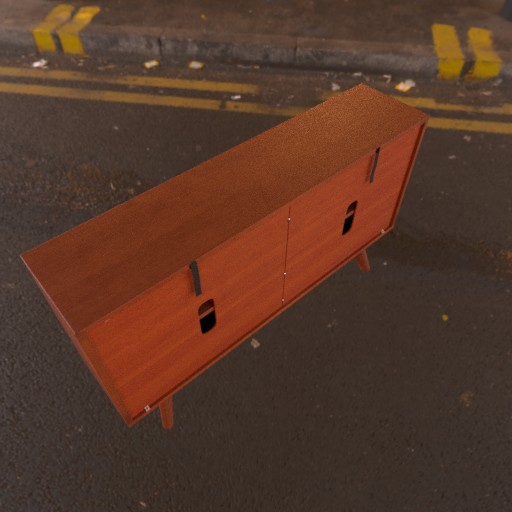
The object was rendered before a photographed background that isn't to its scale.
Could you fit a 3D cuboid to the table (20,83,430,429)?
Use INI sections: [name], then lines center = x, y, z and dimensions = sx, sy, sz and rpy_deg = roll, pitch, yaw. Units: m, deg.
[table]
center = 0.000, 0.000, 1.484
dimensions = 1.220, 0.698, 0.308
rpy_deg = -33, 57, -26
